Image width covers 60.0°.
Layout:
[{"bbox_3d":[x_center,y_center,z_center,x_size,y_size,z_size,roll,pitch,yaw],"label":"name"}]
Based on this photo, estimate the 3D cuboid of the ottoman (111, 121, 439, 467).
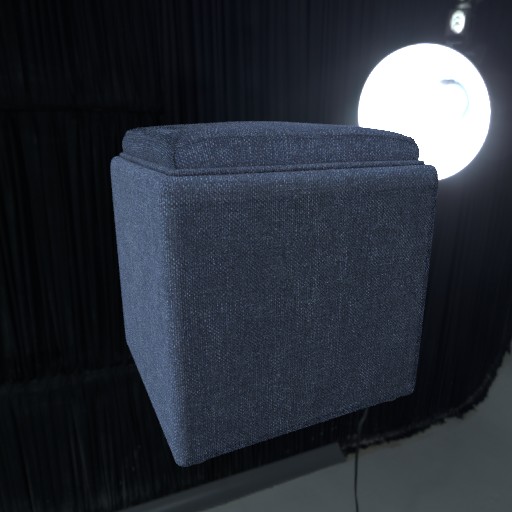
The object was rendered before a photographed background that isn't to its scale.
[{"bbox_3d":[0.000,0.000,0.849,0.454,0.493,0.436,-8,18,-24],"label":"ottoman"}]
